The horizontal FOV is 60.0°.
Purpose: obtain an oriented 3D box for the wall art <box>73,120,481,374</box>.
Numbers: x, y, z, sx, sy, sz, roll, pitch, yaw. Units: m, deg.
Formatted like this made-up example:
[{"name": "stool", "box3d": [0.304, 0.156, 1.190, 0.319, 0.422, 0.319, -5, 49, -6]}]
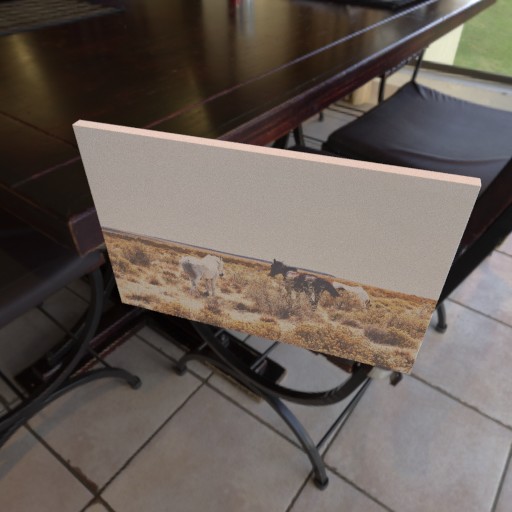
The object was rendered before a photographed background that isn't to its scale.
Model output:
[{"name": "wall art", "box3d": [0.000, 0.000, 1.932, 1.520, 1.016, 0.051, 12, 42, 13]}]
